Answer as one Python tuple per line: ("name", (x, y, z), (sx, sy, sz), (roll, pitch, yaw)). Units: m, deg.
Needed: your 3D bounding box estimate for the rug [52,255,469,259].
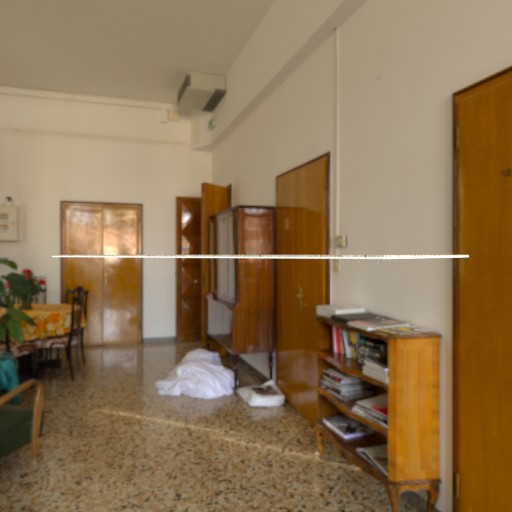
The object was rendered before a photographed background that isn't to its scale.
("rug", (0.000, 0.000, 2.910), (2.280, 0.015, 1.521), (0, 0, 36))
